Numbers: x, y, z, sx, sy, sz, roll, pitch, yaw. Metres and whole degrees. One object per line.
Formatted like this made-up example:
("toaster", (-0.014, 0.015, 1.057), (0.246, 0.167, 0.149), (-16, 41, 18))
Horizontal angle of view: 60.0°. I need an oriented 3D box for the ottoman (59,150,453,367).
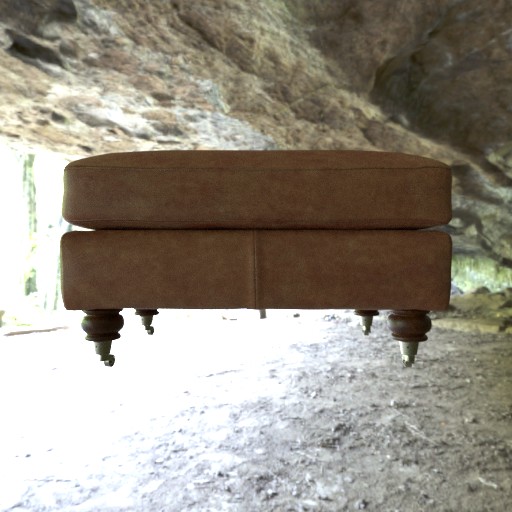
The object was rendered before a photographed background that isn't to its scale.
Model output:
("ottoman", (0.000, 0.000, 1.185), (0.852, 0.507, 0.565), (0, 0, 0))
